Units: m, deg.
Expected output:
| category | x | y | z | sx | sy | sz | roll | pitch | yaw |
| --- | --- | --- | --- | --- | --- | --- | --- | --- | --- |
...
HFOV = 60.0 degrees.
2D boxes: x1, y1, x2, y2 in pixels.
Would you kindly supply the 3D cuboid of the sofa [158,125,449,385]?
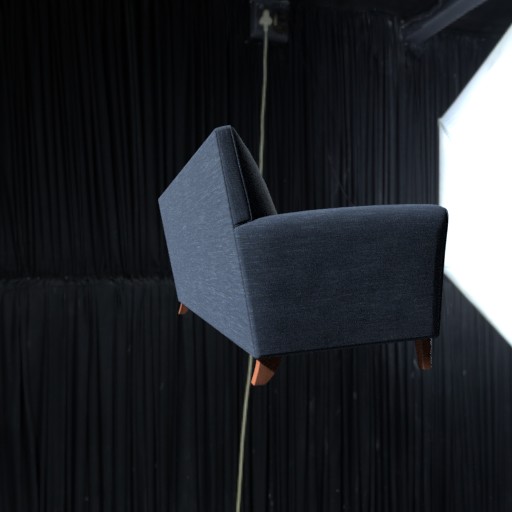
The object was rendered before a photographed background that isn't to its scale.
| category | x | y | z | sx | sy | sz | roll | pitch | yaw |
| --- | --- | --- | --- | --- | --- | --- | --- | --- | --- |
| sofa | 0.000 | 0.000 | 2.426 | 0.875 | 0.846 | 1.976 | 0 | 0 | -18 |
